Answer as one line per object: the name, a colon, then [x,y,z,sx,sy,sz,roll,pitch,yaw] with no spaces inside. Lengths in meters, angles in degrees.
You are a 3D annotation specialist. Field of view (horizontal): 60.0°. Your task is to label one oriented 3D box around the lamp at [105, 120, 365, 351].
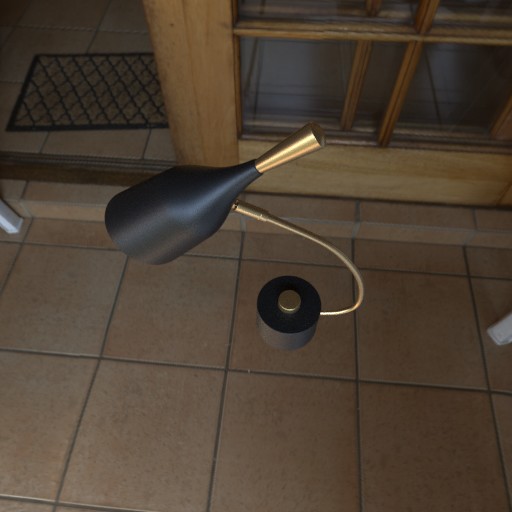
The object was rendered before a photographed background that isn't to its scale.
lamp: [0.000,0.000,0.609,0.352,0.464,0.110,-1,59,0]
